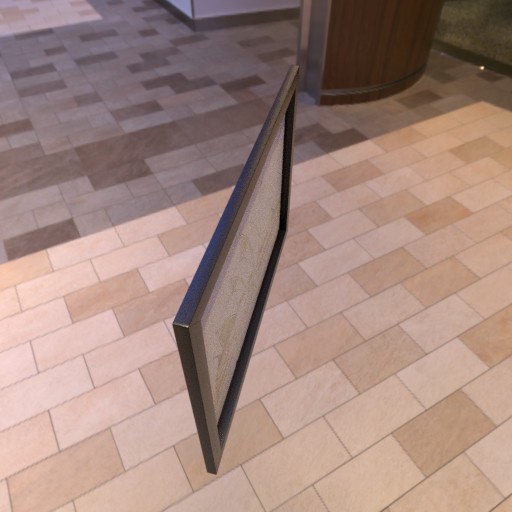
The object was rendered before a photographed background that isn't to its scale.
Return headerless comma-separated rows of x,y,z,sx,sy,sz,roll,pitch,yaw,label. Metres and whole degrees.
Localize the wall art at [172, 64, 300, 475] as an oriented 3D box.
0.000,0.000,0.567,0.013,0.306,0.440,10,47,10,wall art
